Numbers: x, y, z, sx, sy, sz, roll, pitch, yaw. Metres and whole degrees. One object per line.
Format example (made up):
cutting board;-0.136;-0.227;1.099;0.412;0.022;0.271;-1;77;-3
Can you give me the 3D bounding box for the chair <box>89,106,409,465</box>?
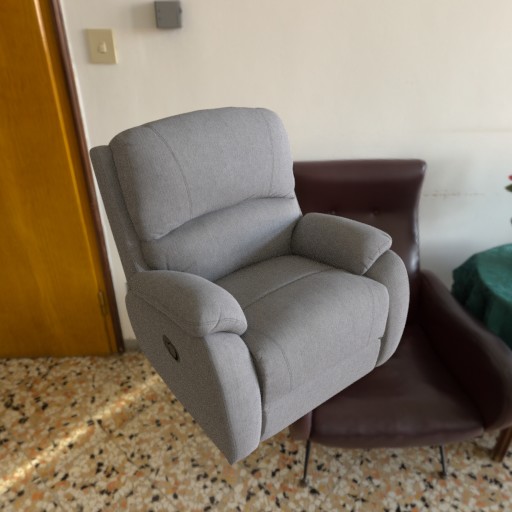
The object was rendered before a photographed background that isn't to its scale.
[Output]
chair;0.000;0.000;1.735;0.930;1.011;0.899;-21;36;-33
